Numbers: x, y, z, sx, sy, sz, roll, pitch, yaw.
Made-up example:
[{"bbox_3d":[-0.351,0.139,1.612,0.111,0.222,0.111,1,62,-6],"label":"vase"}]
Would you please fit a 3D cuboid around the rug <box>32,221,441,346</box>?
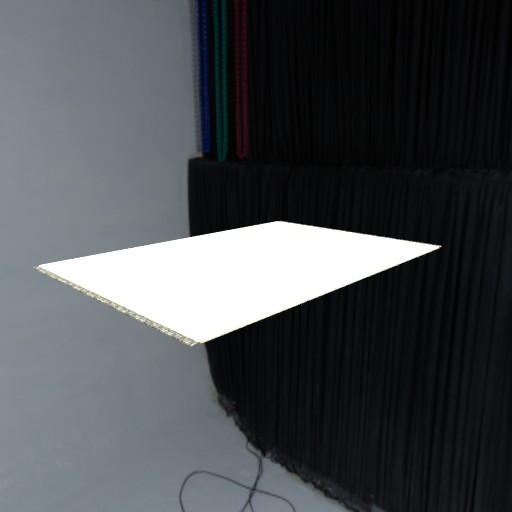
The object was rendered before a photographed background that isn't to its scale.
[{"bbox_3d":[0.000,0.000,2.880,1.514,0.011,2.233,13,19,42],"label":"rug"}]
